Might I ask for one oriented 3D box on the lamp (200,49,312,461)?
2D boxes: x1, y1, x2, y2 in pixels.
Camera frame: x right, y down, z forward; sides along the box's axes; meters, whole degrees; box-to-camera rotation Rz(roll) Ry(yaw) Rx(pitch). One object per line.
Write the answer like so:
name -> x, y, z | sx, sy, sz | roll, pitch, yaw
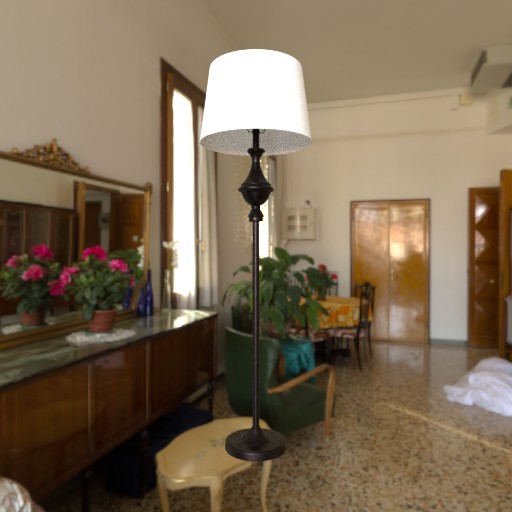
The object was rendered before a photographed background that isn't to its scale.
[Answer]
lamp -> 0.000, 0.000, 1.714 | 0.431, 1.484, 0.431 | 0, 1, 0
